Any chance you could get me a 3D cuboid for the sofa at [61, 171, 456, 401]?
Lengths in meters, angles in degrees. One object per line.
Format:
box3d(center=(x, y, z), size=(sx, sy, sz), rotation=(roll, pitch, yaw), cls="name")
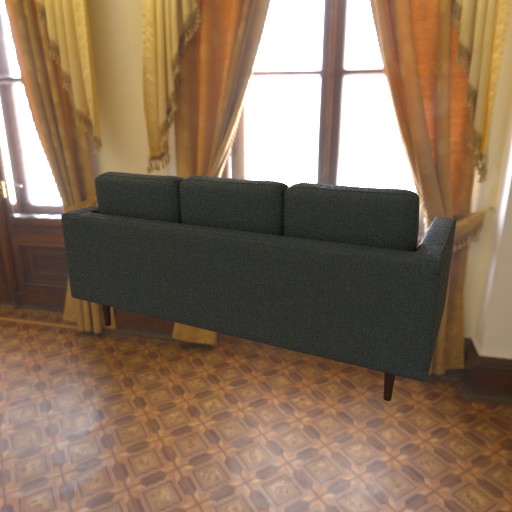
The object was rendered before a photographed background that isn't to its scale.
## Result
box3d(center=(0.000, 0.000, 2.541), size=(2.013, 0.945, 0.935), rotation=(8, 19, 26), cls="sofa")
